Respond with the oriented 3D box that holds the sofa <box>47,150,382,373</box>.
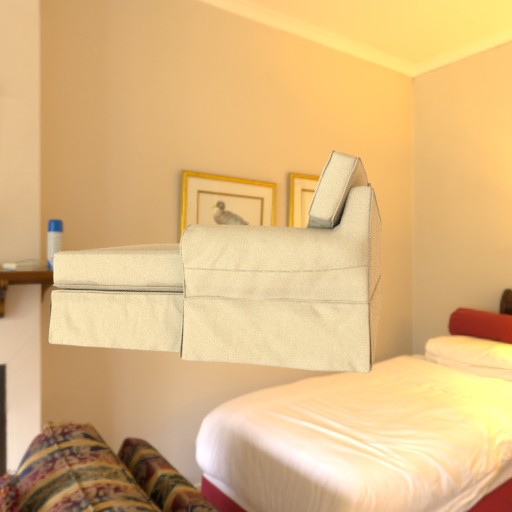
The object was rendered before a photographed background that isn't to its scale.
[{"bbox_3d":[0.000,0.000,3.232,1.733,0.978,2.475,0,0,17],"label":"sofa"}]
